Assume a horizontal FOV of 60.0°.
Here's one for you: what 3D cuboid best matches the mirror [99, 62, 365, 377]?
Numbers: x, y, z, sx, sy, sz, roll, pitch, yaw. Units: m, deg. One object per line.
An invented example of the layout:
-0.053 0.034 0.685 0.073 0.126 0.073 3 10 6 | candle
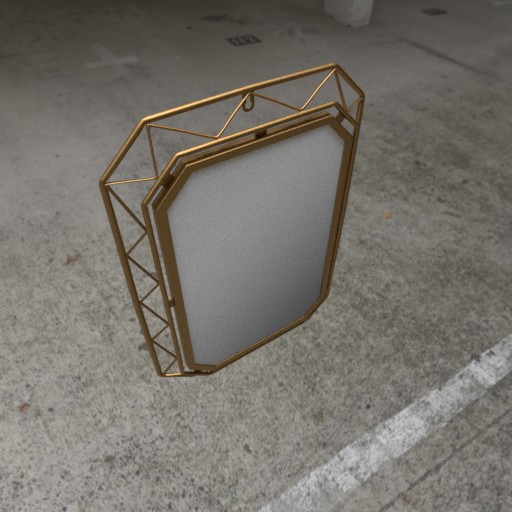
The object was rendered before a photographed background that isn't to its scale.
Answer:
0.000 0.000 0.731 0.417 0.566 0.042 -25 51 -22 | mirror
